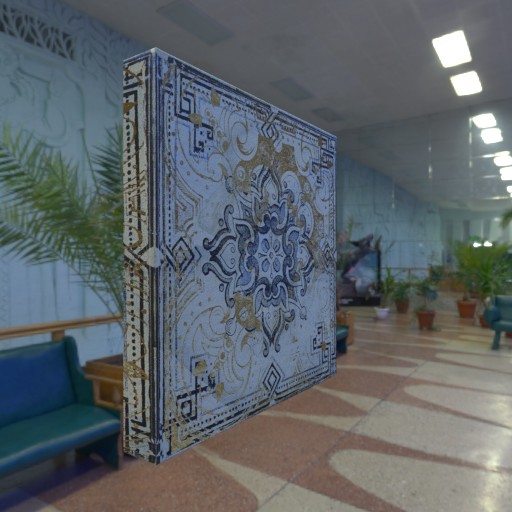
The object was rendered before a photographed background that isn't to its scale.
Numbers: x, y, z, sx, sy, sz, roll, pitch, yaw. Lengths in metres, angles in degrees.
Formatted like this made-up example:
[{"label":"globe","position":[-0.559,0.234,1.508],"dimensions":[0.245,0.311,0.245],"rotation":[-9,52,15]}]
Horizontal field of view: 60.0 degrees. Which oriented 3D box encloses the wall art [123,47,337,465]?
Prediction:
[{"label":"wall art","position":[0.000,0.000,0.457],"dimensions":[0.038,0.306,0.302],"rotation":[0,0,36]}]
